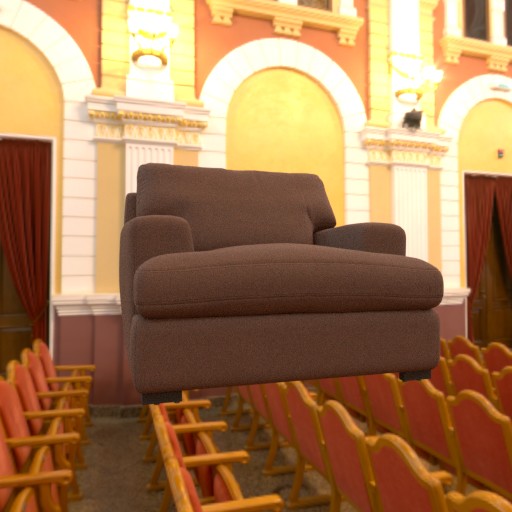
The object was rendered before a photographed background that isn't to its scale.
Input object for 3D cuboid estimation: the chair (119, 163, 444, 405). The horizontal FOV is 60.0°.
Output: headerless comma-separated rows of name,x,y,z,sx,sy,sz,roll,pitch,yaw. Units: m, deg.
chair,0.000,0.000,1.983,1.168,0.940,1.143,0,-1,-17
